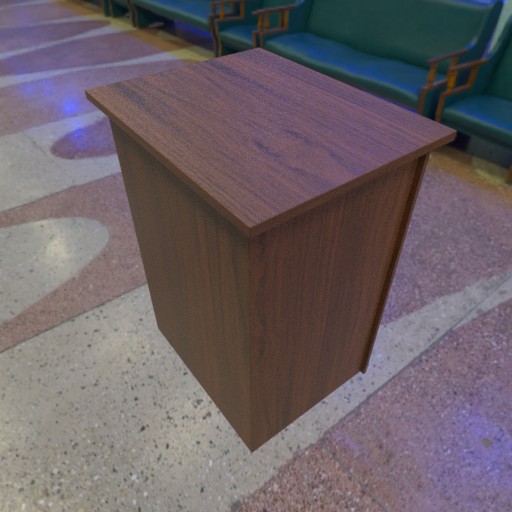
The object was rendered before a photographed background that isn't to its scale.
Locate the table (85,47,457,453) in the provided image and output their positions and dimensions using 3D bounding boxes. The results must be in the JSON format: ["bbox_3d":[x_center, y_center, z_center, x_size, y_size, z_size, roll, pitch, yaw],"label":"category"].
[{"bbox_3d":[0.000,0.000,0.923,0.381,0.636,0.480,-27,49,-27],"label":"table"}]
